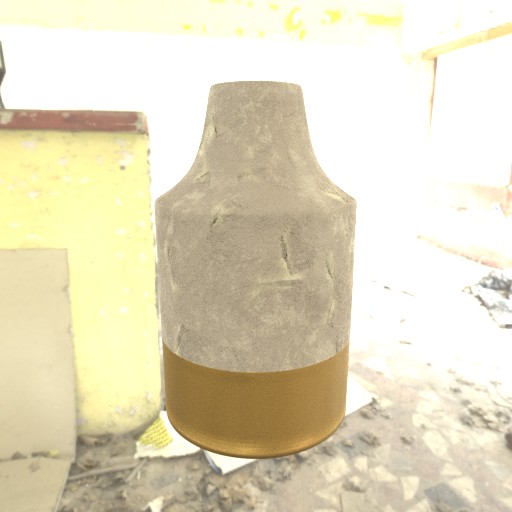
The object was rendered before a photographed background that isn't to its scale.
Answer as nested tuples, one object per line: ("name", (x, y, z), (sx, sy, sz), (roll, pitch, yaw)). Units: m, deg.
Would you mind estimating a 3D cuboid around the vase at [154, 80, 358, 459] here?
("vase", (0.000, 0.000, 0.423), (0.184, 0.305, 0.184), (0, 15, 0))
